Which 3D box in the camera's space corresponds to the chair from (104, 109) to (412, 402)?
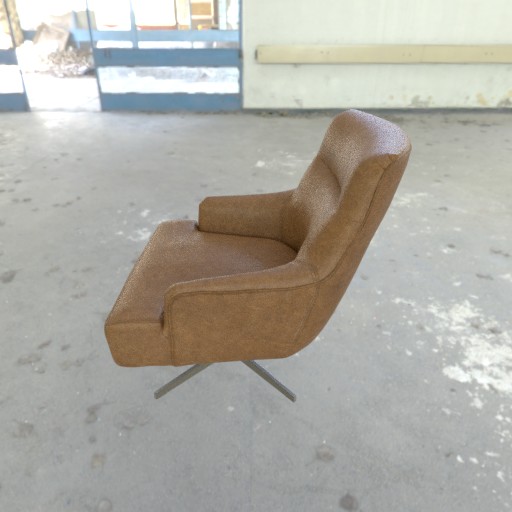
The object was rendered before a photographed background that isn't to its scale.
[{"bbox_3d":[0.000,0.000,1.510,0.874,0.869,0.729,1,28,1],"label":"chair"}]
